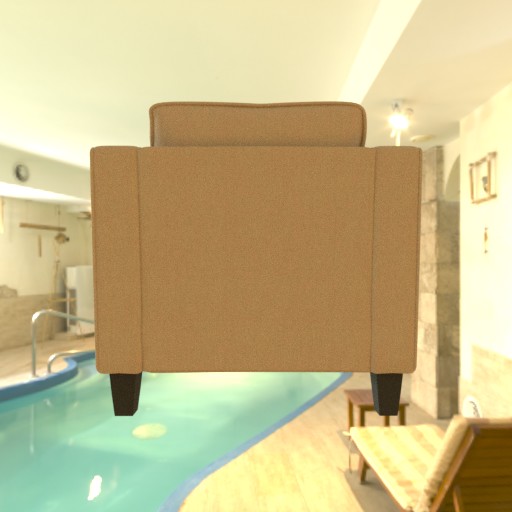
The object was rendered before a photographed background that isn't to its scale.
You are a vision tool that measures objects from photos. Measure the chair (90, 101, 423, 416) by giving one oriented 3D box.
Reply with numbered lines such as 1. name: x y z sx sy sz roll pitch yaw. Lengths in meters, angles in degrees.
1. chair: 0.000 0.000 1.652 0.922 0.948 0.882 0 -1 0
